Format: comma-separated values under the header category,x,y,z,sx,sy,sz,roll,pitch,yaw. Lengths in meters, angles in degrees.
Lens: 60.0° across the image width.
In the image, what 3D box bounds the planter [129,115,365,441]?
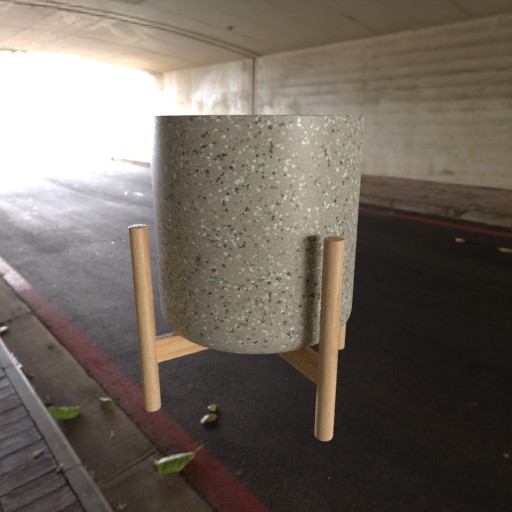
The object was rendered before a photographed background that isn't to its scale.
category,x,y,z,sx,sy,sz,roll,pitch,yaw
planter,0.000,0.000,0.696,0.360,0.419,0.360,-2,17,-8
